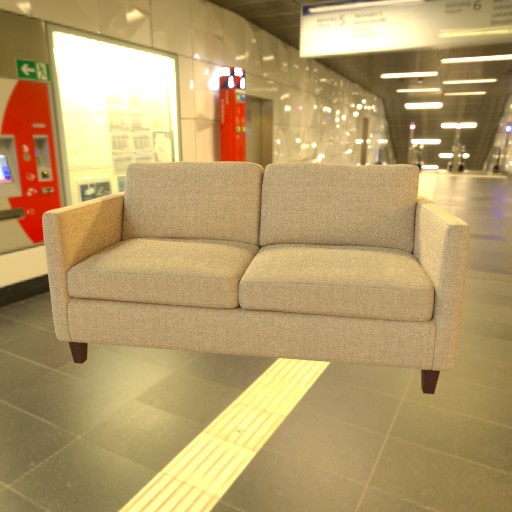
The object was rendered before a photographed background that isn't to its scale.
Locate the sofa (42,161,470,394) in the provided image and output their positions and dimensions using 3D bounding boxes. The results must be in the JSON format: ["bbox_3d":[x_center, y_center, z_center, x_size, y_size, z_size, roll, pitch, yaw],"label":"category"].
[{"bbox_3d":[0.000,0.000,2.370,1.884,0.963,0.950,2,15,9],"label":"sofa"}]
